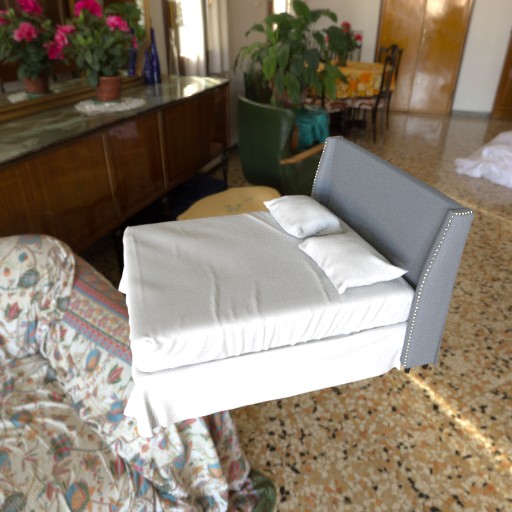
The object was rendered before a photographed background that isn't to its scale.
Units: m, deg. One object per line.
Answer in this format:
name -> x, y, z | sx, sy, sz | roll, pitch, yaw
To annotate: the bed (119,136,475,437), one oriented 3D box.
bed -> 0.000, 0.000, 3.544 | 2.276, 1.332, 1.925 | -8, 31, -14
